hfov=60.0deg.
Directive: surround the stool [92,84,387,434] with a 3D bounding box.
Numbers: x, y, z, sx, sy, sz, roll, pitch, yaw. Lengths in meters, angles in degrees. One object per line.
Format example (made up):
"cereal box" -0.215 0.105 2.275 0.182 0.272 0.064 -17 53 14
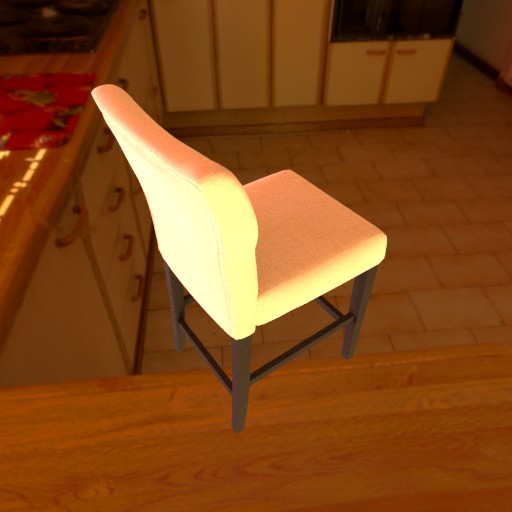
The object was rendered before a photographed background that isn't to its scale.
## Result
"stool" 0.000 0.000 1.284 0.603 0.972 0.514 -26 48 -26
